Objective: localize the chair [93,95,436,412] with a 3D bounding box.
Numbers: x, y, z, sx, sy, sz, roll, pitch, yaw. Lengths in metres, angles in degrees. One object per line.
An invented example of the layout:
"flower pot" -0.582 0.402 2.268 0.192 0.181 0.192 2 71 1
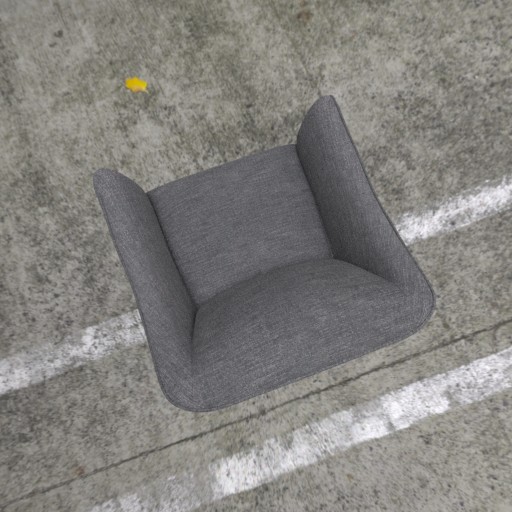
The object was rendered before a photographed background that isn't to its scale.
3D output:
"chair" 0.000 0.000 1.563 0.870 0.829 0.851 -20 77 -5
